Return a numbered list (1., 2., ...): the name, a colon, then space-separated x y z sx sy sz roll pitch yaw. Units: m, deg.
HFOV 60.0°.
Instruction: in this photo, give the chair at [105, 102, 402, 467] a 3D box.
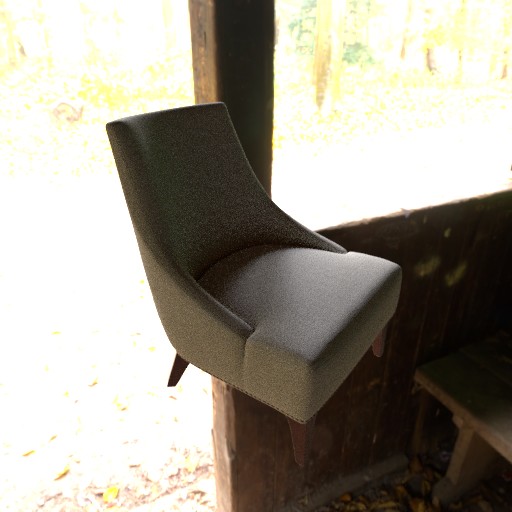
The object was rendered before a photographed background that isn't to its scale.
1. chair: 0.000 0.000 1.531 0.861 0.909 0.701 18 32 31
